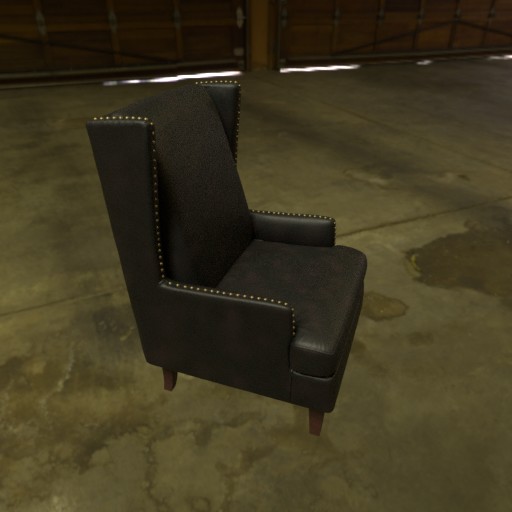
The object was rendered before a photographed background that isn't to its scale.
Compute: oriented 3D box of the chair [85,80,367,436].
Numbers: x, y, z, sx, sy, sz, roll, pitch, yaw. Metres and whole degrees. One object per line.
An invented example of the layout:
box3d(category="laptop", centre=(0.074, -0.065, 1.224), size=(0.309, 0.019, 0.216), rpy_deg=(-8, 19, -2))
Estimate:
box3d(category="chair", centre=(0.000, 0.000, 1.691), size=(0.799, 1.142, 0.703), rpy_deg=(11, 32, 17))
